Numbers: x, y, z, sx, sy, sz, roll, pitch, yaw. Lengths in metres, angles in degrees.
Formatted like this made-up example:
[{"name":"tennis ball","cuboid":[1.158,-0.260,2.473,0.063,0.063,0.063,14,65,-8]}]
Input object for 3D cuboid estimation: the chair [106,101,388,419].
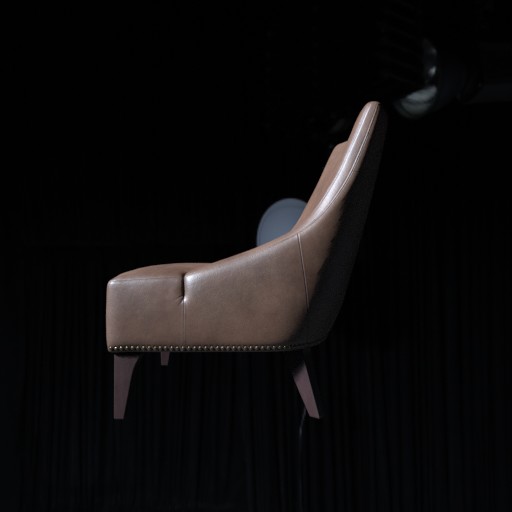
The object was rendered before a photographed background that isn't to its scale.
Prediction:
[{"name":"chair","cuboid":[0.000,0.000,1.553,0.861,0.909,0.701,0,0,0]}]
